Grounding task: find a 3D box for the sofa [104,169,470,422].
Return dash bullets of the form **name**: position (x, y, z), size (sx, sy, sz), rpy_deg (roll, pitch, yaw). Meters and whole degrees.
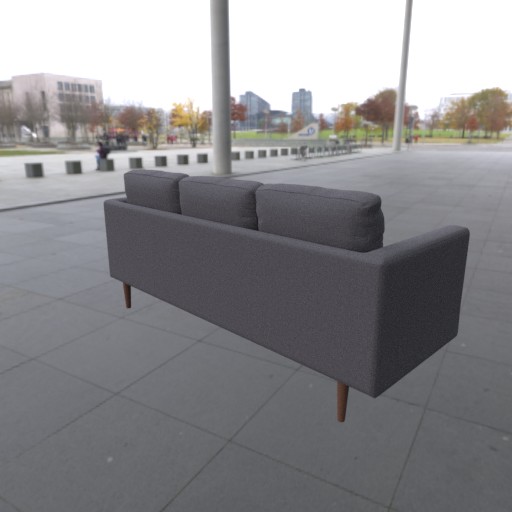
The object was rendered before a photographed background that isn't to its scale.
- **sofa**: position (0.000, 0.000, 2.505), size (0.802, 0.912, 2.029), rpy_deg (-15, 21, -43)
